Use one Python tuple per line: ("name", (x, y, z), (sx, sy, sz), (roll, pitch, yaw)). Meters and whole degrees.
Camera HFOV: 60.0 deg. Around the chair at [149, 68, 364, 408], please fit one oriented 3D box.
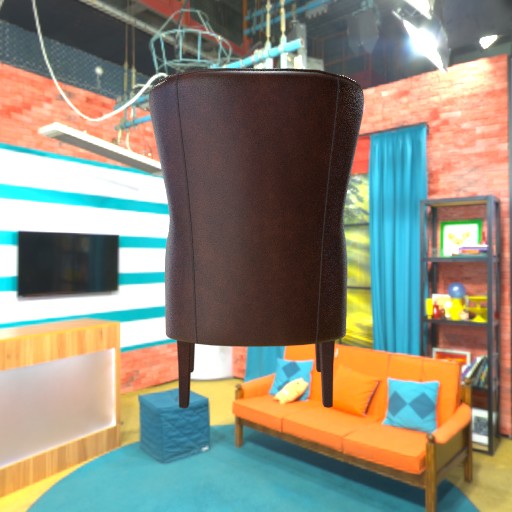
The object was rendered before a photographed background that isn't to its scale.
("chair", (0.000, 0.000, 1.642), (0.692, 1.048, 0.914), (0, -1, -1))
